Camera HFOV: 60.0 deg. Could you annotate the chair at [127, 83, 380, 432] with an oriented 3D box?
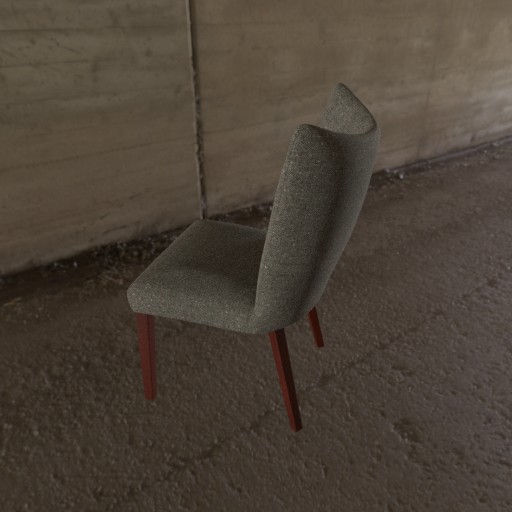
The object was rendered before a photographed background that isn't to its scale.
[{"bbox_3d":[0.000,0.000,1.332,0.623,0.924,0.535,9,31,15],"label":"chair"}]
